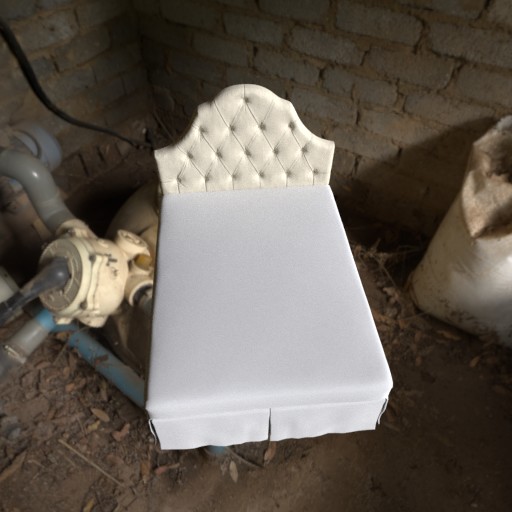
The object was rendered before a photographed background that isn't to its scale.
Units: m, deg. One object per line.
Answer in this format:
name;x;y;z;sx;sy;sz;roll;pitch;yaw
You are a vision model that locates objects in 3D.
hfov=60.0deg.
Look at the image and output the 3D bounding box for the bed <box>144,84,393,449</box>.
bed;0.000;0.000;3.217;1.627;1.575;2.092;-4;48;-4
